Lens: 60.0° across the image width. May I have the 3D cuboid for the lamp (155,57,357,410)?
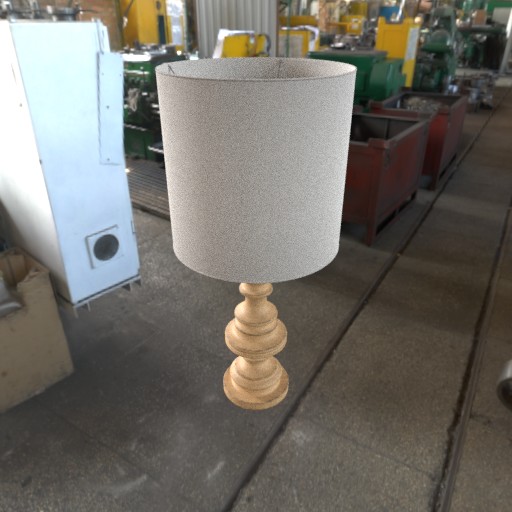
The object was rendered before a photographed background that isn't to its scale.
[{"bbox_3d":[0.000,0.000,0.576,0.208,0.455,0.208,-1,29,-2],"label":"lamp"}]
